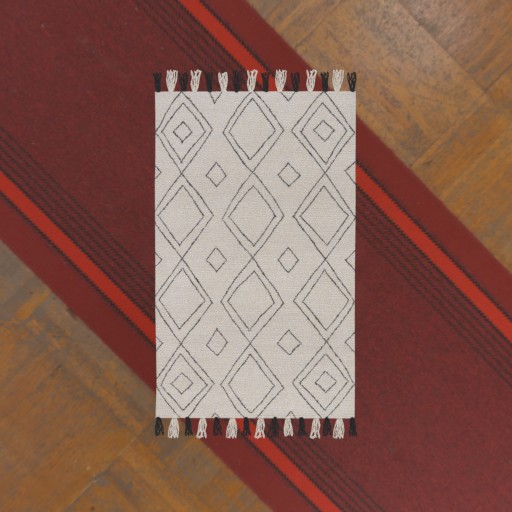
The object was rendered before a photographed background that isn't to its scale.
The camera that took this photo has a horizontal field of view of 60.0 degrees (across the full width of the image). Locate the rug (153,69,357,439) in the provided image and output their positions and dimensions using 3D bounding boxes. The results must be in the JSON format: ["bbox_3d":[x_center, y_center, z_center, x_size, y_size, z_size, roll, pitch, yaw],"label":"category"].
[{"bbox_3d":[0.000,0.000,3.304,1.524,0.021,2.755,0,91,0],"label":"rug"}]
